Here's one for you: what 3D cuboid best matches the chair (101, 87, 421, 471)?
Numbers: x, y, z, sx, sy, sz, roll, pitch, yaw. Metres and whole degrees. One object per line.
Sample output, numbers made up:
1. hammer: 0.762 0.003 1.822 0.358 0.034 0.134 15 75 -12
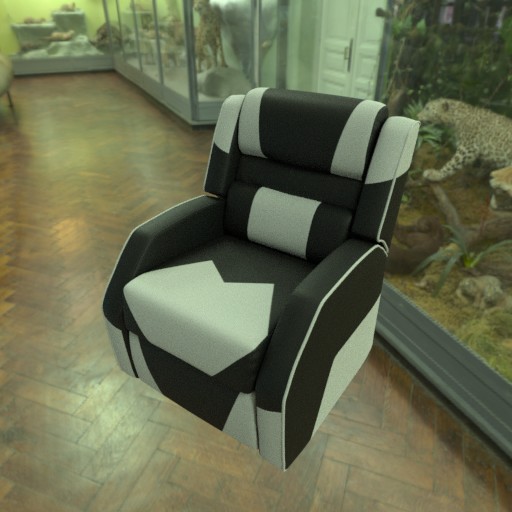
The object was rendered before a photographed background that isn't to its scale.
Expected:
1. chair: 0.000 0.000 1.271 0.620 0.805 0.672 20 36 30
